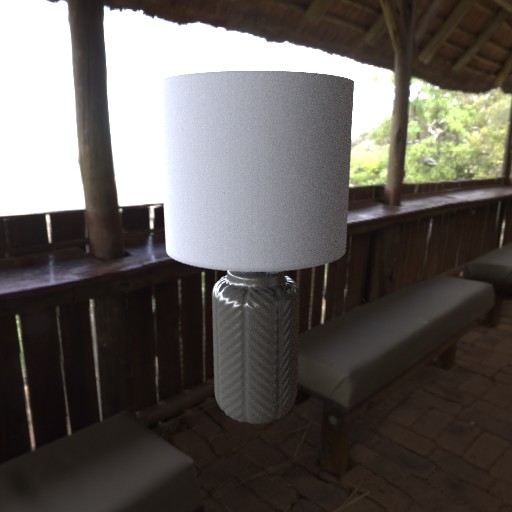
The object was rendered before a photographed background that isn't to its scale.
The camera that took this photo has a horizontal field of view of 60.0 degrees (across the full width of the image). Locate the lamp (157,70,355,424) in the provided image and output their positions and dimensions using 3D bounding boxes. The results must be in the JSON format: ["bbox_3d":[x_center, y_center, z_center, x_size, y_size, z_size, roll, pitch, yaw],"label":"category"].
[{"bbox_3d":[0.000,0.000,0.514,0.203,0.389,0.203,7,16,24],"label":"lamp"}]
